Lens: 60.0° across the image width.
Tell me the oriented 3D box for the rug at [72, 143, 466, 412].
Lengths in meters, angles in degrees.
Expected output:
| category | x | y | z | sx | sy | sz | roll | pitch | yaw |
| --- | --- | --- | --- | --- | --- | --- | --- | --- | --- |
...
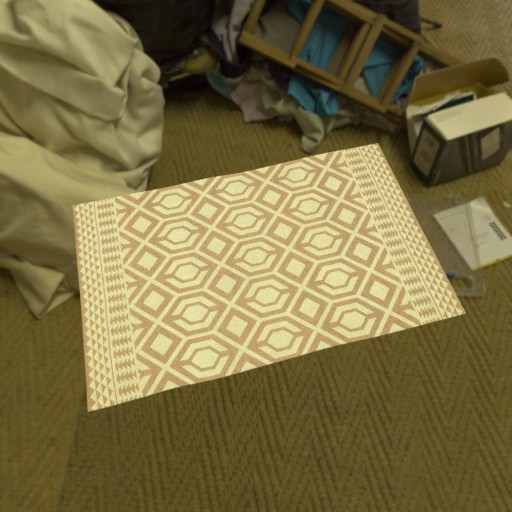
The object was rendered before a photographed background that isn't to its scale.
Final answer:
| category | x | y | z | sx | sy | sz | roll | pitch | yaw |
| --- | --- | --- | --- | --- | --- | --- | --- | --- | --- |
| rug | 0.000 | 0.000 | 3.095 | 2.435 | 0.011 | 1.526 | -13 | 62 | -7 |
